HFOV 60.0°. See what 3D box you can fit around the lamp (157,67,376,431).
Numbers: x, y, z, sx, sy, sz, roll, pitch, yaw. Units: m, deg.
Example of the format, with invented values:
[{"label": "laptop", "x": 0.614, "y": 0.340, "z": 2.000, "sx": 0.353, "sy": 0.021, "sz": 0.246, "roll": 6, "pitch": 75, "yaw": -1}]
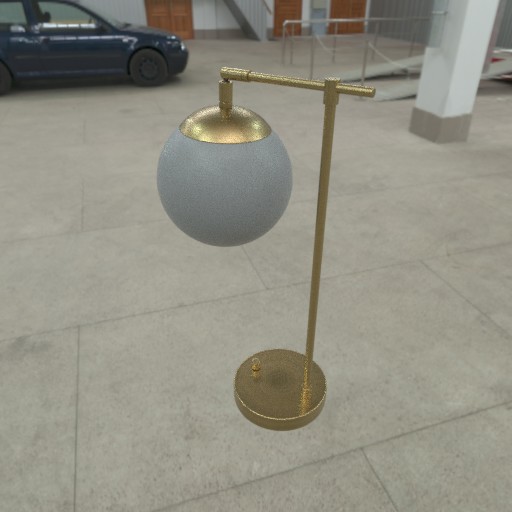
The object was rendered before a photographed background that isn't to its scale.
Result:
[{"label": "lamp", "x": 0.000, "y": 0.000, "z": 0.711, "sx": 0.324, "sy": 0.559, "sz": 0.207, "roll": 21, "pitch": 37, "yaw": 31}]
